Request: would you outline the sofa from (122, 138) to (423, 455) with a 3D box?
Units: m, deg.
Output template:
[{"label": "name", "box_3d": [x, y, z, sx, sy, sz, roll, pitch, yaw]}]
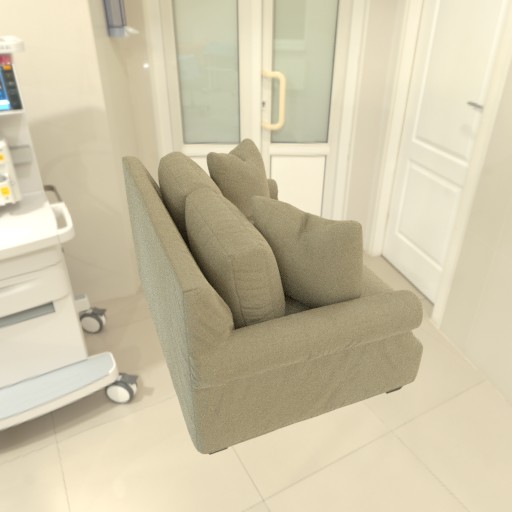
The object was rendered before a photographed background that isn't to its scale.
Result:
[{"label": "sofa", "box_3d": [0.000, 0.000, 2.242, 1.070, 0.905, 1.550, -11, 32, -19]}]
